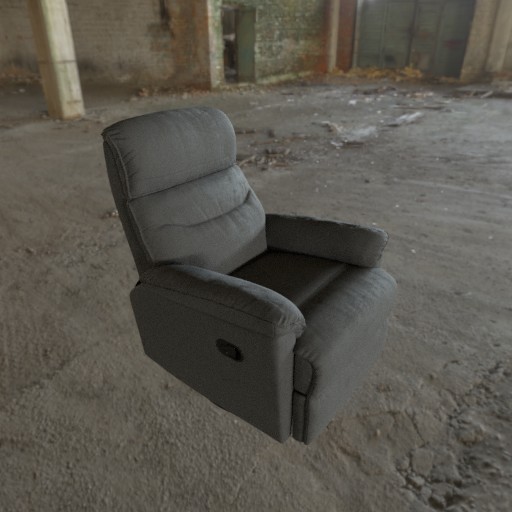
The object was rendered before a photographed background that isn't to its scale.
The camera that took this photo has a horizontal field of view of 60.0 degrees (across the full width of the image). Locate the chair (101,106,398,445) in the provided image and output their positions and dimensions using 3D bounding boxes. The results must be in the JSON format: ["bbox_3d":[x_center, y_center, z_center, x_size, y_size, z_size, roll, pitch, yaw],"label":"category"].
[{"bbox_3d":[0.000,0.000,1.756,1.004,1.037,0.820,18,32,32],"label":"chair"}]
